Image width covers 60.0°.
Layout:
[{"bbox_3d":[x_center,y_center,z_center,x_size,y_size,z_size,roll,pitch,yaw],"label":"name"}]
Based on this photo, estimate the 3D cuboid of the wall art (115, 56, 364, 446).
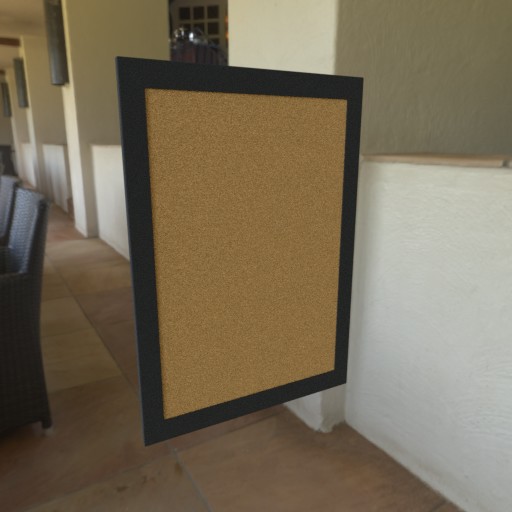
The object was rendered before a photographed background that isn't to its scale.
[{"bbox_3d":[0.000,0.000,0.672,0.374,0.529,0.012,-8,16,-27],"label":"wall art"}]
